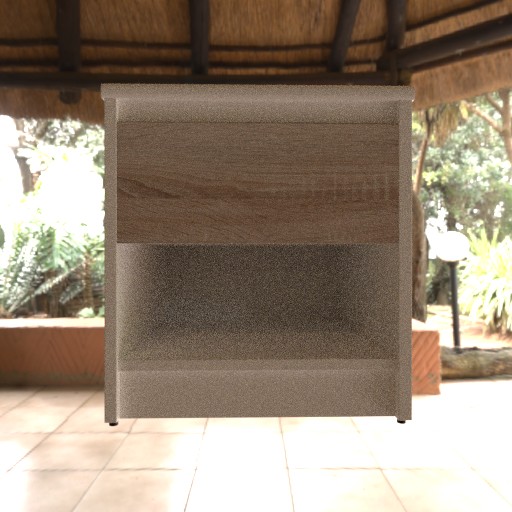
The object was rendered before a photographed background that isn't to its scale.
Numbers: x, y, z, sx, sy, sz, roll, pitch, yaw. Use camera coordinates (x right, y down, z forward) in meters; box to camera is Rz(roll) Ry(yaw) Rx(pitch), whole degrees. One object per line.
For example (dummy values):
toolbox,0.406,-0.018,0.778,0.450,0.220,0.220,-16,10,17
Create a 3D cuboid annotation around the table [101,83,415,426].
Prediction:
table,0.000,0.000,0.782,0.420,0.460,0.380,0,0,-1
